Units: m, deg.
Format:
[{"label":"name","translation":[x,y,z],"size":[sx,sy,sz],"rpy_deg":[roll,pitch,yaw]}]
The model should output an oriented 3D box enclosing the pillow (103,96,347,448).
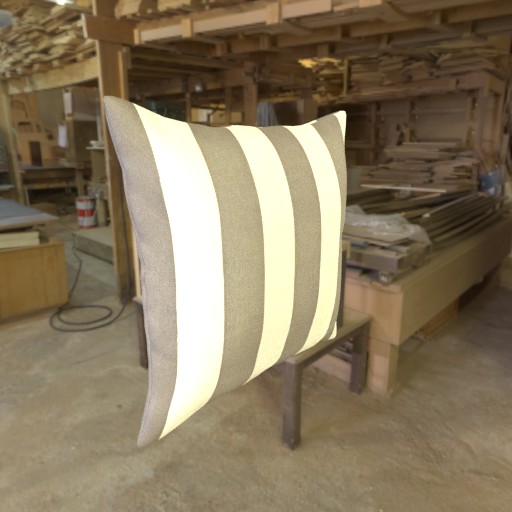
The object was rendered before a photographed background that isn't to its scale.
[{"label":"pillow","translation":[0.000,0.000,0.782],"size":[0.192,0.507,0.522],"rpy_deg":[15,21,42]}]
